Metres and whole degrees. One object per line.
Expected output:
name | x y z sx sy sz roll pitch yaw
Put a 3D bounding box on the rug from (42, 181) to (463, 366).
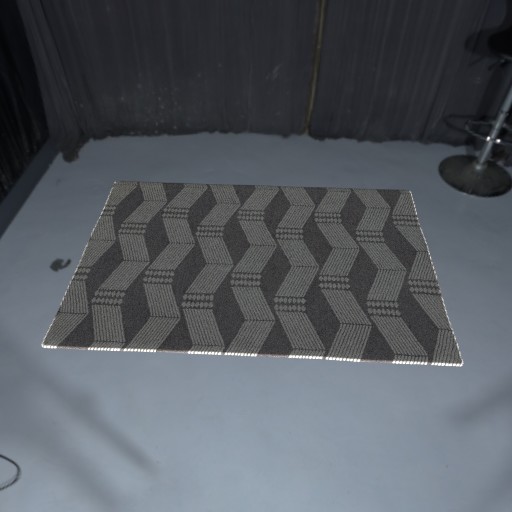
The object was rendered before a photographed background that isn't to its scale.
rug | 0.000 0.000 2.333 1.833 0.016 1.210 2 46 2
